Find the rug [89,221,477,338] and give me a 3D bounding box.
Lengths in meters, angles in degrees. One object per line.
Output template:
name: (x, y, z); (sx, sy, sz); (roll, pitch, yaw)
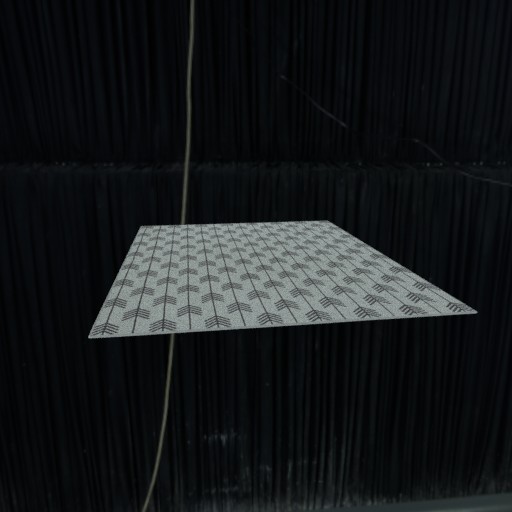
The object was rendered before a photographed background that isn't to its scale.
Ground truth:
rug: (0.000, 0.000, 4.045); (2.330, 0.010, 3.061); (-2, 16, -8)
